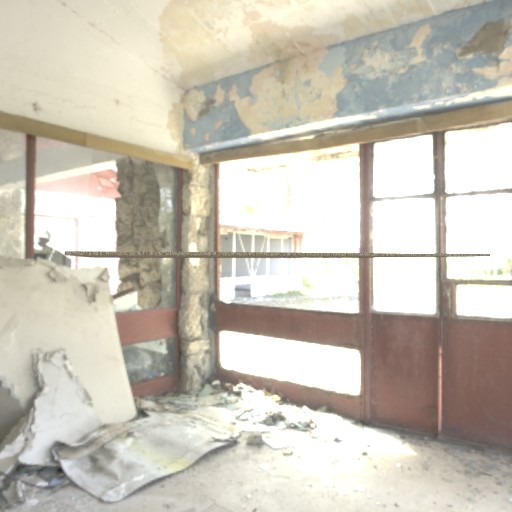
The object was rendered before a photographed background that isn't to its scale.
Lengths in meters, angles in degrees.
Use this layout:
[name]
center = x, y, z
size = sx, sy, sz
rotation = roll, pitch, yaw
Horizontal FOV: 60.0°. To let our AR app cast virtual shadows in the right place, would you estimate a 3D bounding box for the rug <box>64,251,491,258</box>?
[rug]
center = 0.000, 0.000, 4.071
size = 3.000, 0.025, 2.400
rotation = 0, -1, -17
